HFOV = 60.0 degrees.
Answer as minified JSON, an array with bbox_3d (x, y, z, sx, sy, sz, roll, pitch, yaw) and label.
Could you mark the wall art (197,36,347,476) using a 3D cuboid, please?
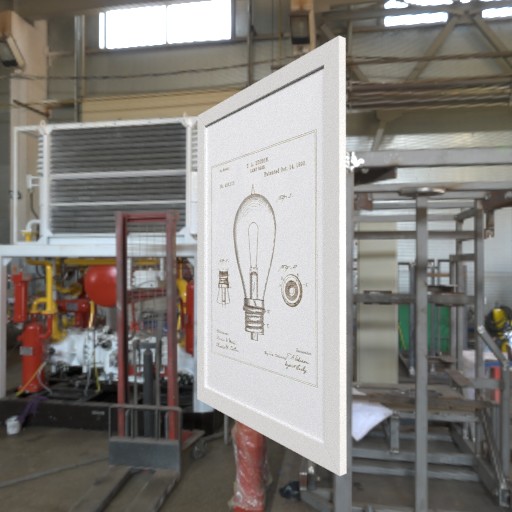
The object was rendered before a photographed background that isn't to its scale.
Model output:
[{"bbox_3d":[0.000,0.000,0.612,0.010,0.474,0.325,0,-1,-35],"label":"wall art"}]
